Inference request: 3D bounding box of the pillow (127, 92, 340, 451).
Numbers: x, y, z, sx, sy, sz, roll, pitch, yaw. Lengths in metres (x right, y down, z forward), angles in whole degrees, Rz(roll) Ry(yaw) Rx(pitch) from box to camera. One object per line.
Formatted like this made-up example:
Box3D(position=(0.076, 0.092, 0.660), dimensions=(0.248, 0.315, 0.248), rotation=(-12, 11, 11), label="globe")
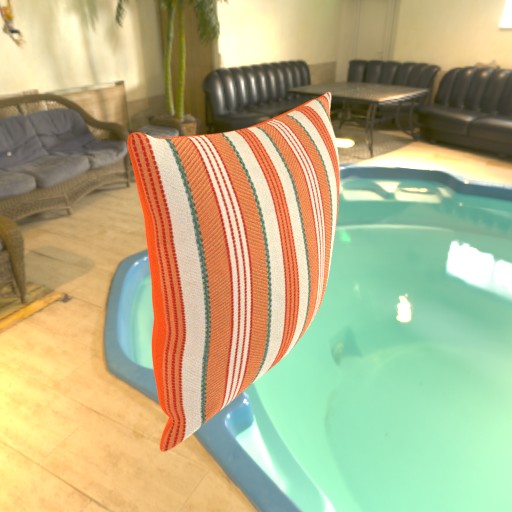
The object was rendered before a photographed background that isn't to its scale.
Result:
Box3D(position=(0.000, 0.000, 0.674), dimensions=(0.182, 0.441, 0.440), rotation=(18, 33, 30), label="pillow")
